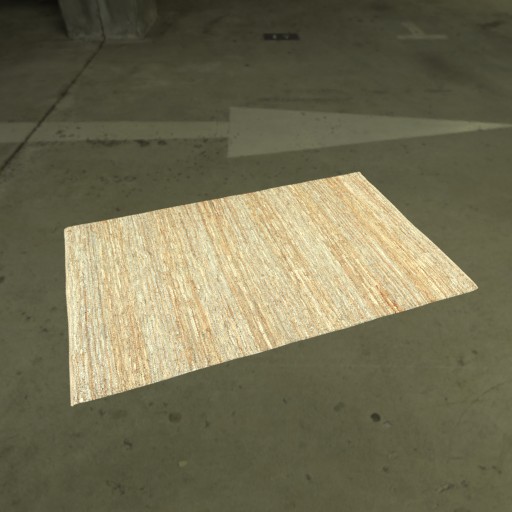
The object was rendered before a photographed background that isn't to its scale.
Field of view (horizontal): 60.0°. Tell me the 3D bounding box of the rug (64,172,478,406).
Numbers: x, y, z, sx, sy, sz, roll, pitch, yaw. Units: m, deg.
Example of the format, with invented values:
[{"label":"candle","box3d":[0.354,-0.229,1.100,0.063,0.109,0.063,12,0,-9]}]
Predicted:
[{"label":"rug","box3d":[0.000,0.000,3.002,2.446,0.009,1.529,-13,42,-15]}]
